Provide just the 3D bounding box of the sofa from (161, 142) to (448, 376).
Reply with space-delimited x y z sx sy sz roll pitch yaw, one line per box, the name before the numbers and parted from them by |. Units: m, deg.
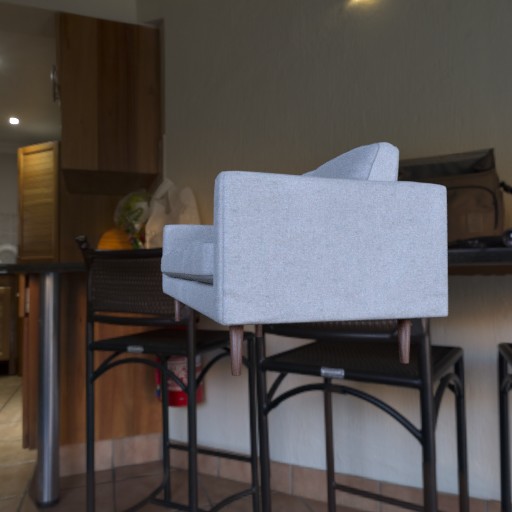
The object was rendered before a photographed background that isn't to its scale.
sofa | 0.000 0.000 2.517 0.944 0.918 1.983 0 -2 -17
